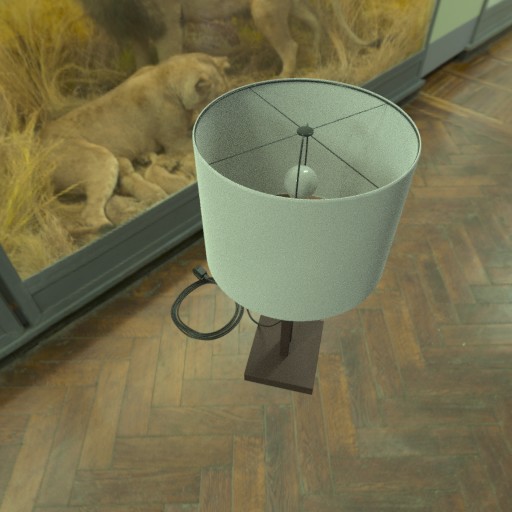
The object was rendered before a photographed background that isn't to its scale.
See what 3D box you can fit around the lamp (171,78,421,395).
[{"bbox_3d":[0.000,0.000,0.968,0.525,0.668,0.396,10,47,9],"label":"lamp"}]
